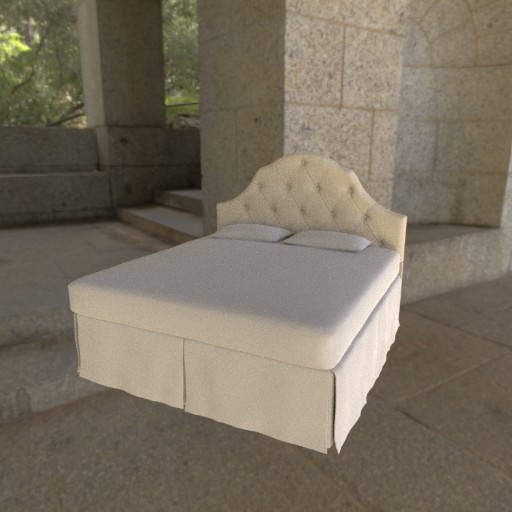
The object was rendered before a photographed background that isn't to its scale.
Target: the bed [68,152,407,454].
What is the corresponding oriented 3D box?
[{"bbox_3d":[0.000,0.000,3.472,2.012,1.555,2.086,7,16,26],"label":"bed"}]
